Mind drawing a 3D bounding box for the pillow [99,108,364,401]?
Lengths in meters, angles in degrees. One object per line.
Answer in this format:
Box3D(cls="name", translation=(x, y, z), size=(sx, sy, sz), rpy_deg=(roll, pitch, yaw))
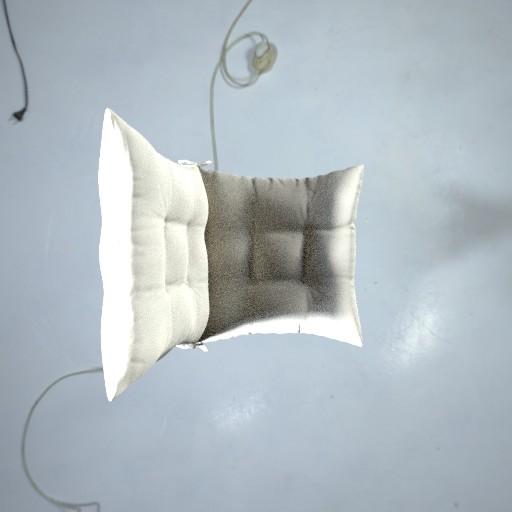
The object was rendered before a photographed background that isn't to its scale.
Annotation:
Box3D(cls="pillow", translation=(0.000, 0.000, 1.015), size=(0.585, 0.536, 0.541), rpy_deg=(0, 90, 2))
